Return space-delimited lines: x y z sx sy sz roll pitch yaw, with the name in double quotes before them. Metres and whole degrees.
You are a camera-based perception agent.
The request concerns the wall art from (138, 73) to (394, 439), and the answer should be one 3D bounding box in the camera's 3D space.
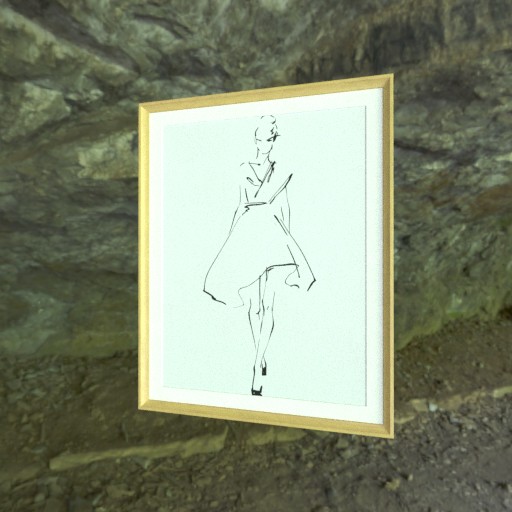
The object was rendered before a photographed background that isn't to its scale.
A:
"wall art" 0.000 0.000 1.348 0.798 1.002 0.030 0 0 17
